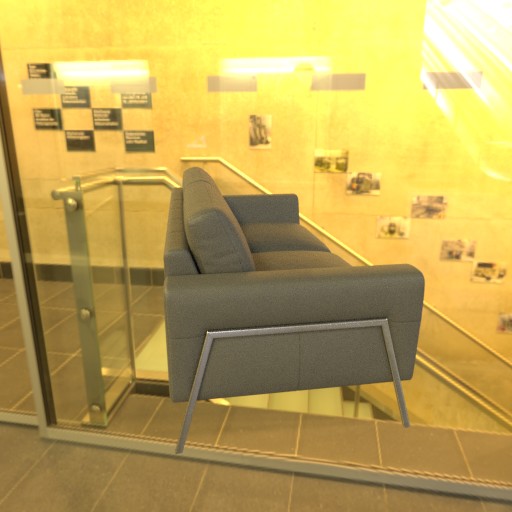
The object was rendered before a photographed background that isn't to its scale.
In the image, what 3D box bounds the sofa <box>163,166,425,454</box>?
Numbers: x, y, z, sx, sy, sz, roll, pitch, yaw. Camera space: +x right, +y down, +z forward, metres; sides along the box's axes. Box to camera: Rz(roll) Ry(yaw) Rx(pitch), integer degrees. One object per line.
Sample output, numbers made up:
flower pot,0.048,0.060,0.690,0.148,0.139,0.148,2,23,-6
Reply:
sofa,0.000,0.000,2.524,0.953,0.875,2.017,-3,17,-9
